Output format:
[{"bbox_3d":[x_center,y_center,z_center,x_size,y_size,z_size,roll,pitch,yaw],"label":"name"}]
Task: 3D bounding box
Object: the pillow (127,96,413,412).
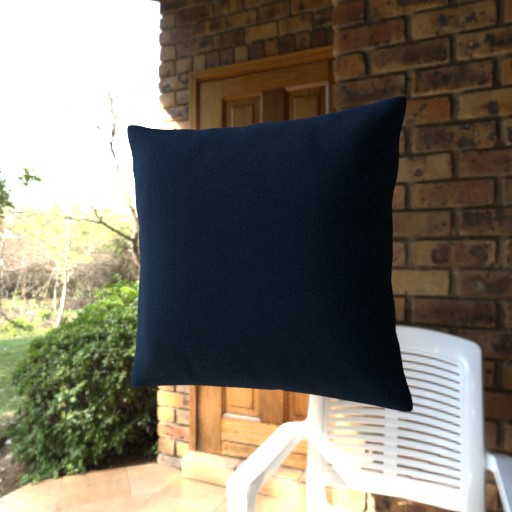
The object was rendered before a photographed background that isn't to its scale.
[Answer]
[{"bbox_3d":[0.000,0.000,0.786,0.523,0.510,0.166,0,-1,18],"label":"pillow"}]
